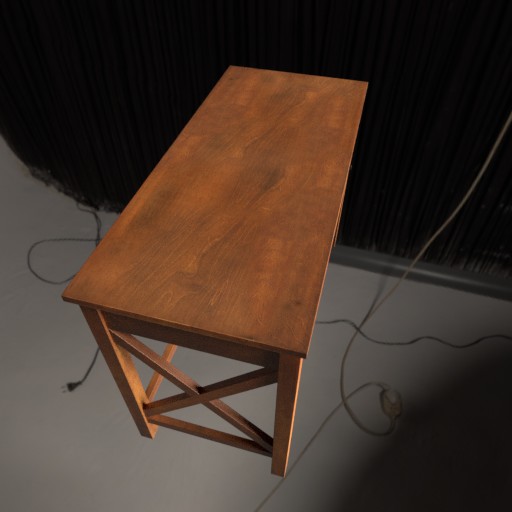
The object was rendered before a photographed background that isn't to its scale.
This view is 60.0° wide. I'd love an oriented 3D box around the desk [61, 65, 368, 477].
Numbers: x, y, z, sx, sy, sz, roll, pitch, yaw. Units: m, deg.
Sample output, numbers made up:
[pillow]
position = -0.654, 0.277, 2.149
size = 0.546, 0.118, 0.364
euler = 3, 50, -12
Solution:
[desk]
position = 0.000, 0.000, 1.493
size = 0.508, 0.762, 1.117
euler = 11, 48, 11
